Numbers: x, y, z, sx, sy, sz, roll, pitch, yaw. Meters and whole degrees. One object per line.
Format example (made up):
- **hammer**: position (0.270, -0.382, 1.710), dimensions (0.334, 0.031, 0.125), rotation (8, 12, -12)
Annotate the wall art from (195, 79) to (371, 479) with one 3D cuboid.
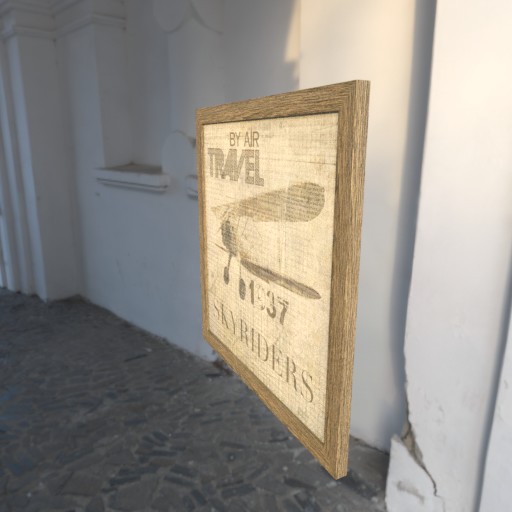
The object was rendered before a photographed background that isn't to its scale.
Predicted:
- **wall art**: position (0.000, 0.000, 0.760), dimensions (0.019, 0.508, 0.508), rotation (-7, 16, -26)
